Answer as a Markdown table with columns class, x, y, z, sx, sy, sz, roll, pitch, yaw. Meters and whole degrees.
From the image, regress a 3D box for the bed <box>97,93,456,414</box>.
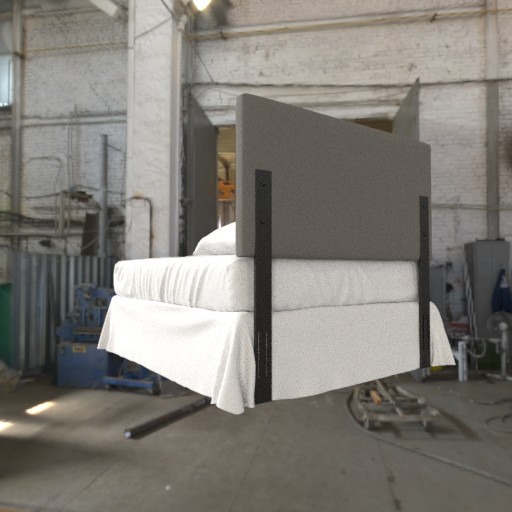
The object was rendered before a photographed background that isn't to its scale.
| class | x | y | z | sx | sy | sz | roll | pitch | yaw |
| --- | --- | --- | --- | --- | --- | --- | --- | --- | --- |
| bed | 0.000 | 0.000 | 3.499 | 1.936 | 1.577 | 2.222 | 1 | -2 | -35 |
